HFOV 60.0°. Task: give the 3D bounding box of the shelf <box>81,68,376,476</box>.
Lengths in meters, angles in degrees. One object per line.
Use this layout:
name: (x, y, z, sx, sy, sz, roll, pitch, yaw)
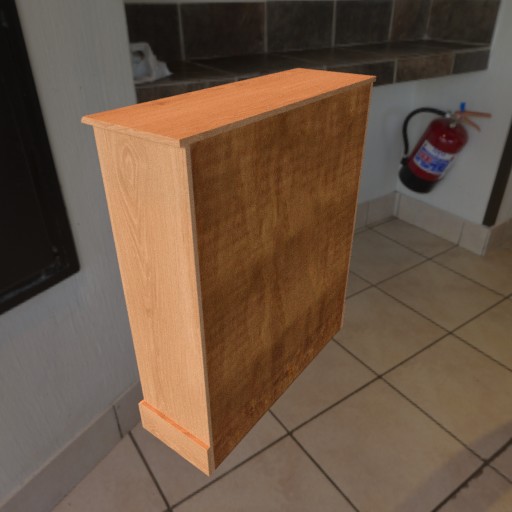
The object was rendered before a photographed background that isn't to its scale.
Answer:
shelf: (0.000, 0.000, 1.390, 0.291, 0.980, 0.840, 21, 37, 31)
